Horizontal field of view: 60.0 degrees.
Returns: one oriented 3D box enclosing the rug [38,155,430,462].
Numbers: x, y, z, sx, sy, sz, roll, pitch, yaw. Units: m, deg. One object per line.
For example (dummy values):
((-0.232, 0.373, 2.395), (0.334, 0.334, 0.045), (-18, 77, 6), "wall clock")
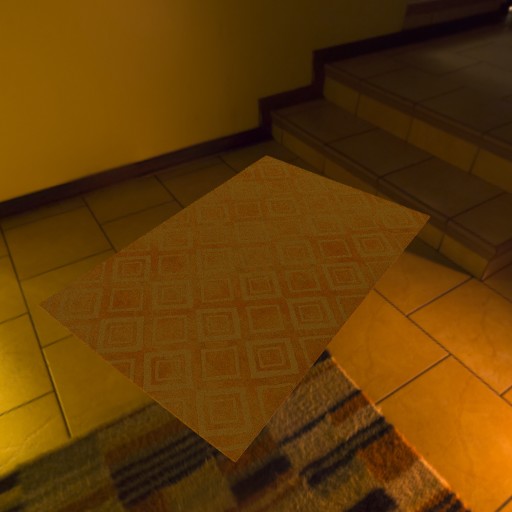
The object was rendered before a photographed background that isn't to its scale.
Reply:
((0.000, 0.000, 2.361), (1.213, 0.010, 1.829), (27, 48, 27), "rug")
